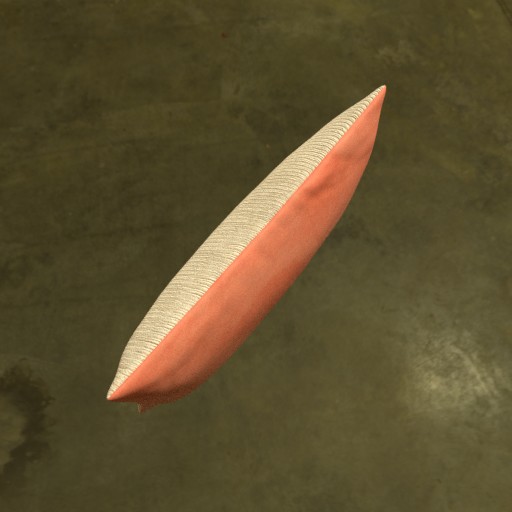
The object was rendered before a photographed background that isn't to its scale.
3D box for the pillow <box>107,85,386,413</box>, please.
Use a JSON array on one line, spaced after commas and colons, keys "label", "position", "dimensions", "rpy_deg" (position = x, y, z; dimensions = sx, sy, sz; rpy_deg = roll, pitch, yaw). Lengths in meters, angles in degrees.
[{"label": "pillow", "position": [0.000, 0.000, 0.736], "dimensions": [0.155, 0.307, 0.608], "rpy_deg": [35, 68, 16]}]
